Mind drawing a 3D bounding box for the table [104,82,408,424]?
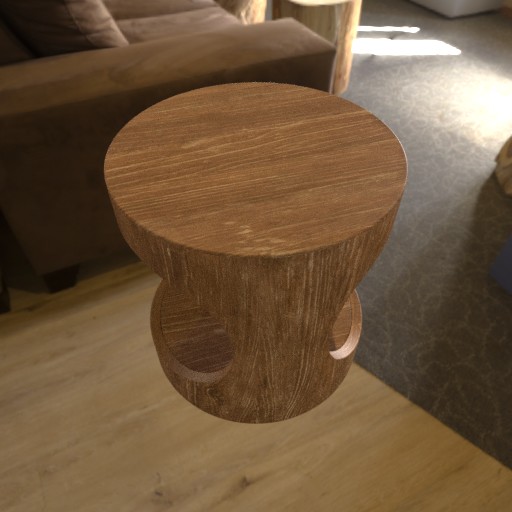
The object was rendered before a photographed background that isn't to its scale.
[{"bbox_3d":[0.000,0.000,0.987,0.527,0.551,0.527,0,46,0],"label":"table"}]
